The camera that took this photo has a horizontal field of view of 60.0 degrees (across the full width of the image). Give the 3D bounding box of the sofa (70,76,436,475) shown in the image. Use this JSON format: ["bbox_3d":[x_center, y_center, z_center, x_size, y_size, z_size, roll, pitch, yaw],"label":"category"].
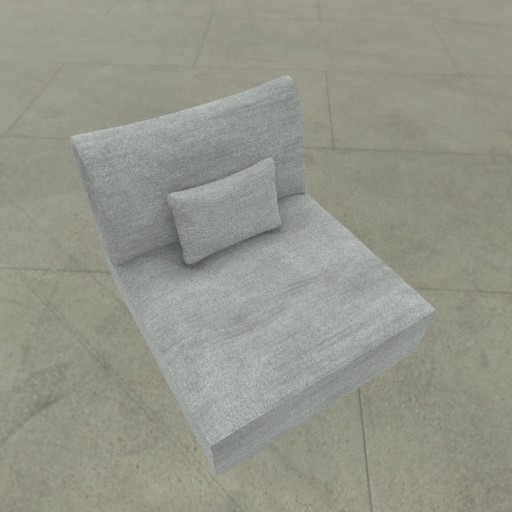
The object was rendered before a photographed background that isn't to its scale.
[{"bbox_3d":[0.000,0.000,1.660,0.930,0.820,1.000,-24,51,-21],"label":"sofa"}]
